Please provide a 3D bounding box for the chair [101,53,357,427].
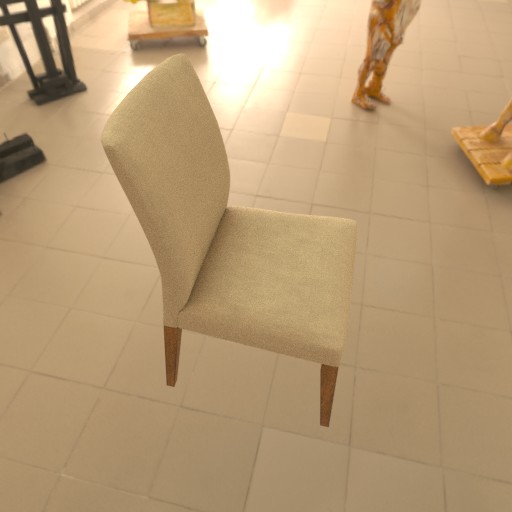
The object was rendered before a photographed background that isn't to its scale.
[{"bbox_3d":[0.000,0.000,1.273,0.585,0.940,0.496,9,48,9],"label":"chair"}]
